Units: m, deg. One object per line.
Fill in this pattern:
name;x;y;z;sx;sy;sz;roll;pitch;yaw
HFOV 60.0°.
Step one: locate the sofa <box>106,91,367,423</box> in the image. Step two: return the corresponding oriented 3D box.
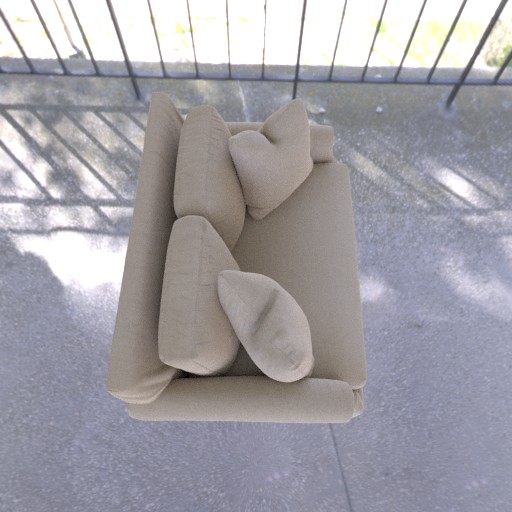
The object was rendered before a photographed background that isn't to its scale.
sofa;0.000;0.000;2.187;1.070;0.905;1.550;1;65;0
